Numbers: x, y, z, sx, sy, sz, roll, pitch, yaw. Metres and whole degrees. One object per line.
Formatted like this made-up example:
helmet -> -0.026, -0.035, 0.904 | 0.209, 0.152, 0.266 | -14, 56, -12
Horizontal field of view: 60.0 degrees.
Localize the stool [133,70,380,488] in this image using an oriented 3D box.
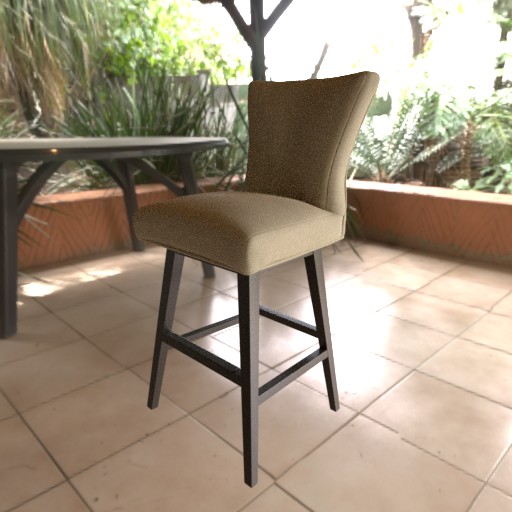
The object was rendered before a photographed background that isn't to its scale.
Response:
stool -> 0.000, 0.000, 1.400 | 0.514, 1.086, 0.574 | 16, 23, 42
